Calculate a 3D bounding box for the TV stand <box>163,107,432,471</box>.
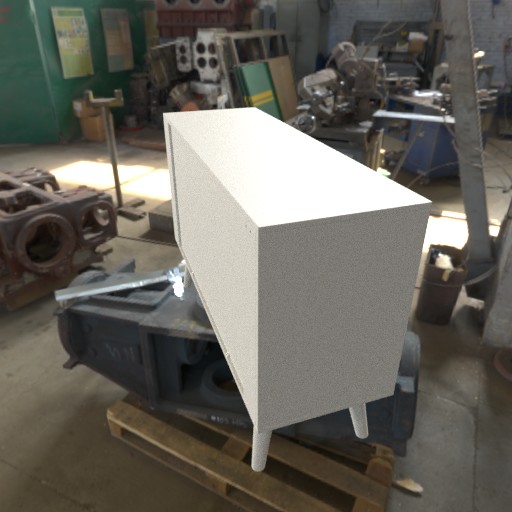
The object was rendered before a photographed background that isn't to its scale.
[{"bbox_3d":[0.000,0.000,1.602,0.406,0.812,1.193,-9,30,-17],"label":"TV stand"}]
